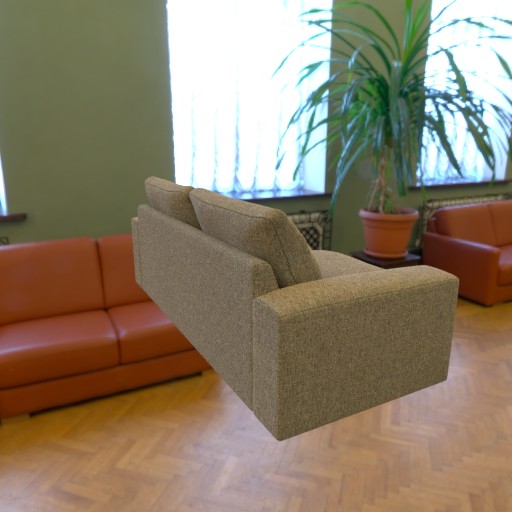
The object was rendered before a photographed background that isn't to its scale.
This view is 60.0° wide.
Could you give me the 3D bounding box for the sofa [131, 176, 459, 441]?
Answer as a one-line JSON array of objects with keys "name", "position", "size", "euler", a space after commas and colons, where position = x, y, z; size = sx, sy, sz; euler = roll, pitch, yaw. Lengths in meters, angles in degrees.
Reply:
[{"name": "sofa", "position": [0.000, 0.000, 2.837], "size": [1.040, 0.922, 2.299], "euler": [-8, 17, -27]}]
